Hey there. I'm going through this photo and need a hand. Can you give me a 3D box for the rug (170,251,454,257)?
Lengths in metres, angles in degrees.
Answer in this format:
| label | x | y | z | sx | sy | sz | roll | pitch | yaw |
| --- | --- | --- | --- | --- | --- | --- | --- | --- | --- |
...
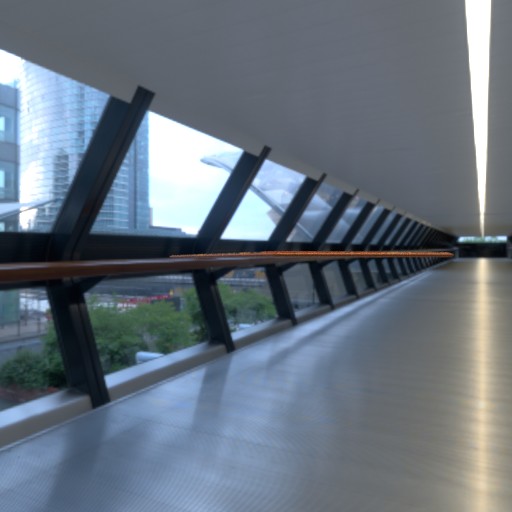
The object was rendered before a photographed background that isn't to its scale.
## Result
| label | x | y | z | sx | sy | sz | roll | pitch | yaw |
| --- | --- | --- | --- | --- | --- | --- | --- | --- | --- |
| rug | 0.000 | 0.000 | 2.463 | 0.651 | 0.016 | 2.274 | 0 | 0 | -19 |
